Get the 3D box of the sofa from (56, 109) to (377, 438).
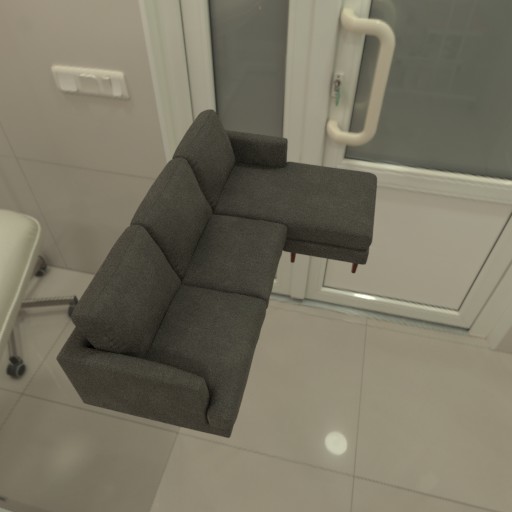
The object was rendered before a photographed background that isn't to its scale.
[{"bbox_3d":[0.000,0.000,2.944,1.504,0.956,2.233,10,47,9],"label":"sofa"}]
